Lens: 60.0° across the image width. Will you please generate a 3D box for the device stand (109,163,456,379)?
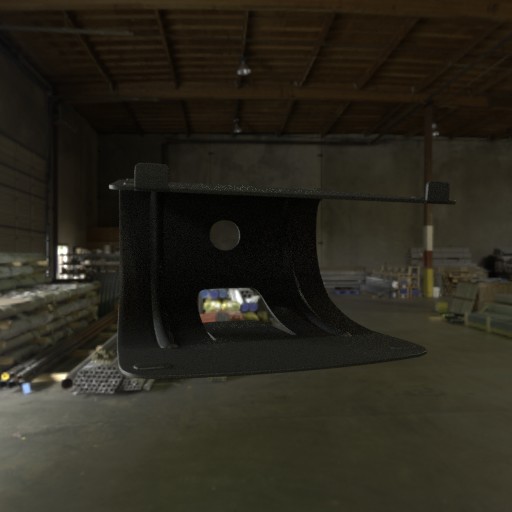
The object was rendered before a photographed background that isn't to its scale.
[{"bbox_3d":[0.000,0.000,0.407,0.256,0.155,0.236,0,0,-18],"label":"device stand"}]
